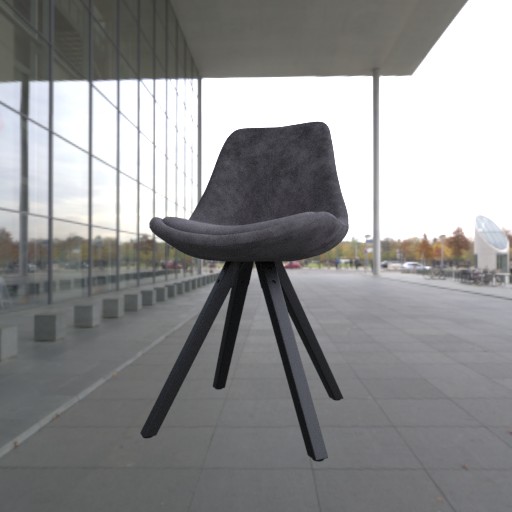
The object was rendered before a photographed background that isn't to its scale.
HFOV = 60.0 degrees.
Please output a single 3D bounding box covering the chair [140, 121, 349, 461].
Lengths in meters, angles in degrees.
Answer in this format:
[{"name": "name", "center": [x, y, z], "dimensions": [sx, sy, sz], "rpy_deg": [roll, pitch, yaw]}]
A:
[{"name": "chair", "center": [0.000, 0.000, 1.186], "dimensions": [0.485, 0.850, 0.550], "rpy_deg": [0, -1, 17]}]
